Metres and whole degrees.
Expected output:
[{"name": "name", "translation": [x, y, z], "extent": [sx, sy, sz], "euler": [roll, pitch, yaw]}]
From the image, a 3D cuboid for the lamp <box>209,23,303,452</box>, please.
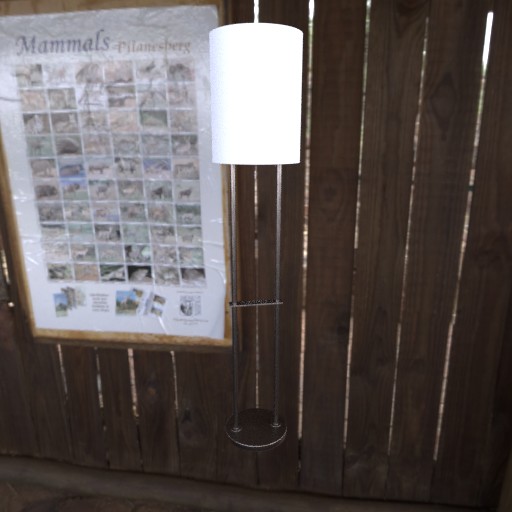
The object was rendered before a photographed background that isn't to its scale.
[{"name": "lamp", "translation": [0.000, 0.000, 1.644], "extent": [0.306, 1.500, 0.305], "euler": [-3, 15, -10]}]
